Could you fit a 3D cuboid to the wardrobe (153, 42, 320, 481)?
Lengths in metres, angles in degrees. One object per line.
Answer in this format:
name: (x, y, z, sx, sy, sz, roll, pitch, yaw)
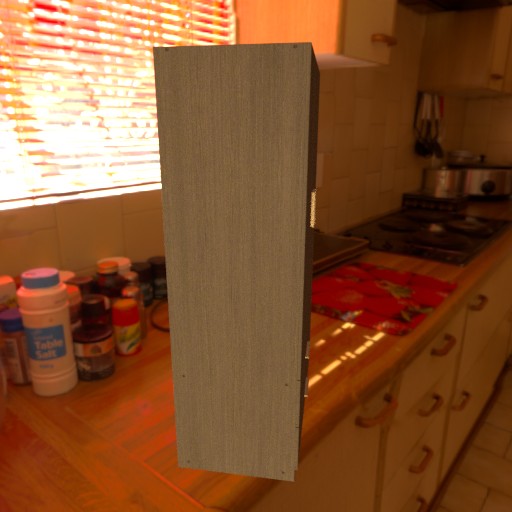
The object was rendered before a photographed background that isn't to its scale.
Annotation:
wardrobe: (0.000, 0.000, 2.247, 0.577, 1.808, 0.991, 3, 17, 9)
